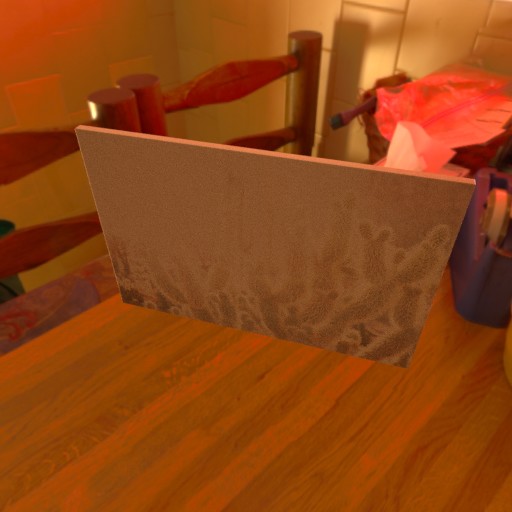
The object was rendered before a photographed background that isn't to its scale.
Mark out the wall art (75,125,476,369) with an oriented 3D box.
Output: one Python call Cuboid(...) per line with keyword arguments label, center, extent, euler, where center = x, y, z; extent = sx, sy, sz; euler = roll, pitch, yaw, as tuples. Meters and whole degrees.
Cuboid(label="wall art", center=(0.000, 0.000, 1.967), extent=(1.525, 1.012, 0.038), euler=(11, 41, 13))
